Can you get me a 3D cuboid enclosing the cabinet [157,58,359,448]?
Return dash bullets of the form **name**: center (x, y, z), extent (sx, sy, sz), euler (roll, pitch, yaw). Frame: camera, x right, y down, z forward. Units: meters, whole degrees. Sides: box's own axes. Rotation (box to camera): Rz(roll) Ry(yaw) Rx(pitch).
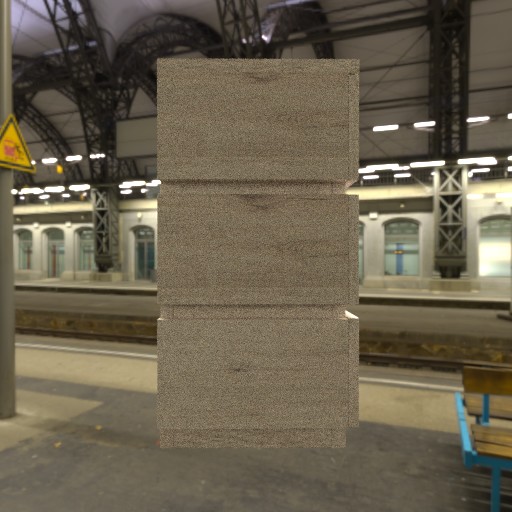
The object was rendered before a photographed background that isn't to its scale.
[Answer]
- **cabinet**: center (0.000, 0.000, 1.441), extent (0.420, 0.820, 1.040), euler (0, 0, -1)
